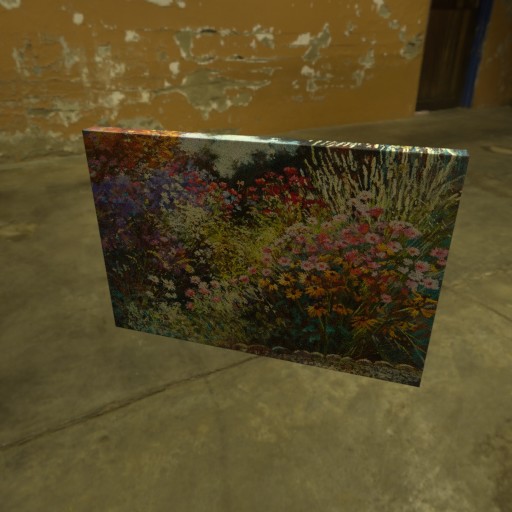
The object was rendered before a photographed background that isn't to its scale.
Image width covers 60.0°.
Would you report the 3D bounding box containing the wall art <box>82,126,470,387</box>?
[{"bbox_3d":[0.000,0.000,0.780,0.610,0.406,0.037,8,28,15],"label":"wall art"}]
